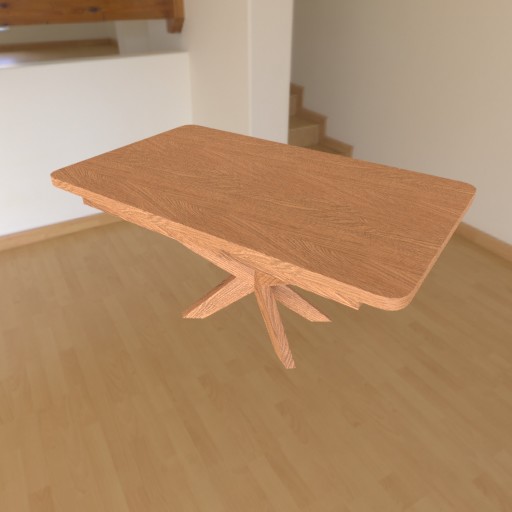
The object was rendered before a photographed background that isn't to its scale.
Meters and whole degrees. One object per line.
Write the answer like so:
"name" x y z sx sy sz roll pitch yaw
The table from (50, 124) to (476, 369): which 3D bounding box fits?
"table" 0.000 0.000 2.094 1.600 0.770 0.950 20 38 28
